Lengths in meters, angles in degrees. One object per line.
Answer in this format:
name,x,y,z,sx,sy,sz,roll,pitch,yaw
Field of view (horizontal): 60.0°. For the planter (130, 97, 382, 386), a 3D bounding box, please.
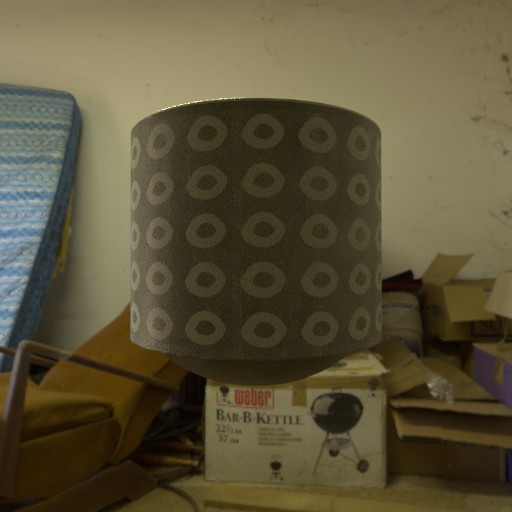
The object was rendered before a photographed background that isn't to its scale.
planter,0.000,0.000,0.349,0.190,0.181,0.190,0,-1,0
